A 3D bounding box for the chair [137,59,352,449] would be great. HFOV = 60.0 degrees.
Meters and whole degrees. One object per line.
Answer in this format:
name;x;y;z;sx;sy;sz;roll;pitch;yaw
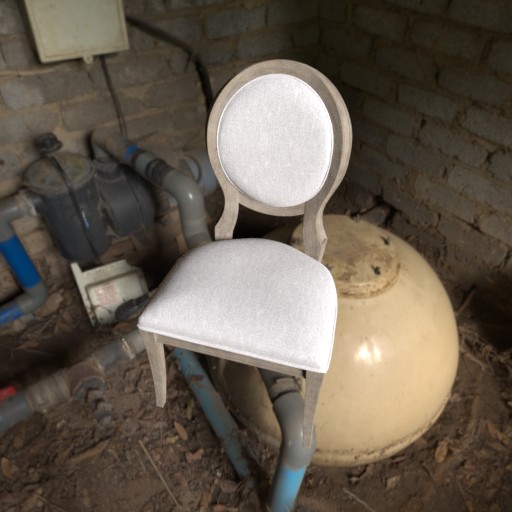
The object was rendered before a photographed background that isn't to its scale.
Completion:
chair;0.000;0.000;1.354;0.558;0.990;0.602;11;42;12
